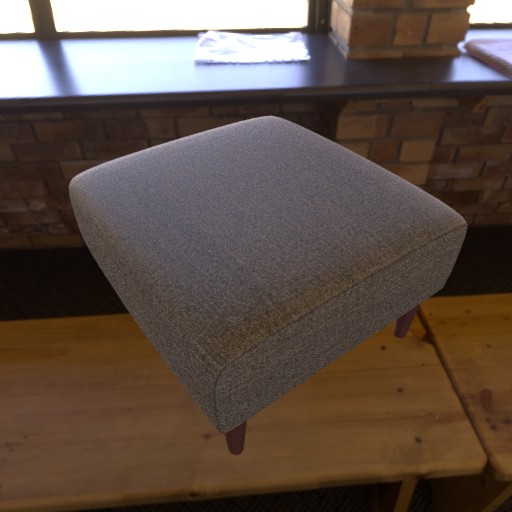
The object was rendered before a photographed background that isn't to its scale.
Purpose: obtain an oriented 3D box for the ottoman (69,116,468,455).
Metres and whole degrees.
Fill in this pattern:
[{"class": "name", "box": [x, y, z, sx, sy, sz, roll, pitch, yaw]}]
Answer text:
[{"class": "ottoman", "box": [0.000, 0.000, 1.062, 0.648, 0.399, 0.655, -25, 46, -27]}]
